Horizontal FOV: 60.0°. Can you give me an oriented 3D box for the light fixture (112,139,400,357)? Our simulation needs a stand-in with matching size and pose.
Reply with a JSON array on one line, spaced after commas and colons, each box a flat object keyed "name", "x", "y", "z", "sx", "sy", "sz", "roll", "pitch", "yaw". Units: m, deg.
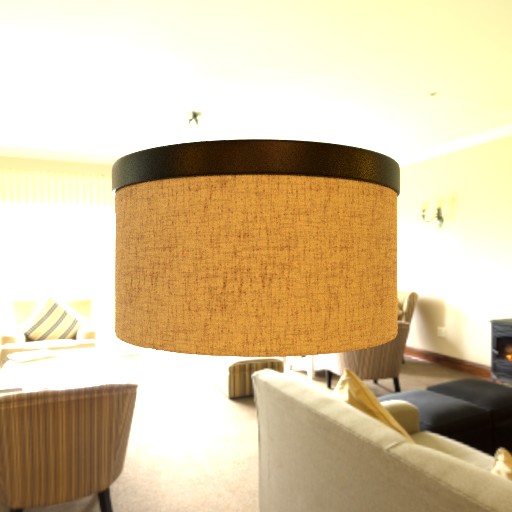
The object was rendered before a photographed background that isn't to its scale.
[{"name": "light fixture", "x": 0.000, "y": 0.000, "z": 0.628, "sx": 0.389, "sy": 0.229, "sz": 0.389, "roll": 0, "pitch": 0, "yaw": 0}]
